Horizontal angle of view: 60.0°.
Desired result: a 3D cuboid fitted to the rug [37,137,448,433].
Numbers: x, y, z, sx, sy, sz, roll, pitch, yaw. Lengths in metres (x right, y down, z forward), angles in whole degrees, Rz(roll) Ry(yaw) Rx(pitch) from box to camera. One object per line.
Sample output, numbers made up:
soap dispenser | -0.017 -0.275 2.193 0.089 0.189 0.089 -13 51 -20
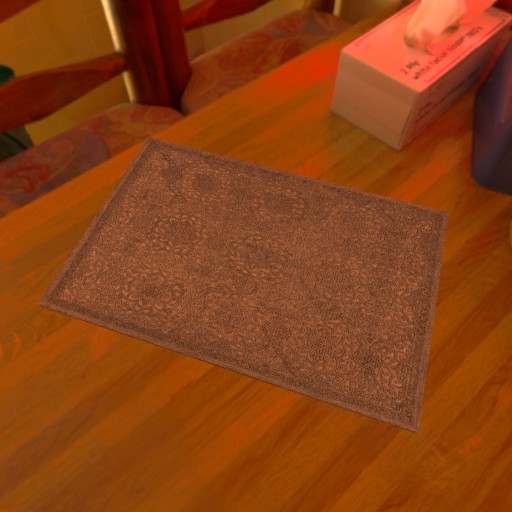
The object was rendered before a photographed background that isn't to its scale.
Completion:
rug | 0.000 0.000 2.288 1.819 0.012 1.208 16 59 10
